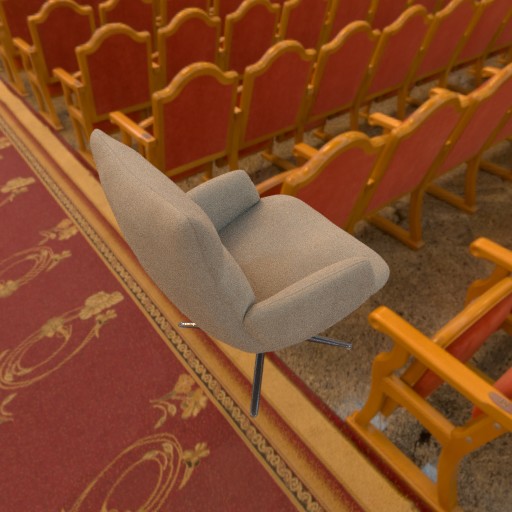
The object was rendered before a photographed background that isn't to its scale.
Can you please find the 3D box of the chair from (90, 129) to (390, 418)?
[{"bbox_3d":[0.000,0.000,1.605,0.889,1.016,0.711,-27,49,-27],"label":"chair"}]
